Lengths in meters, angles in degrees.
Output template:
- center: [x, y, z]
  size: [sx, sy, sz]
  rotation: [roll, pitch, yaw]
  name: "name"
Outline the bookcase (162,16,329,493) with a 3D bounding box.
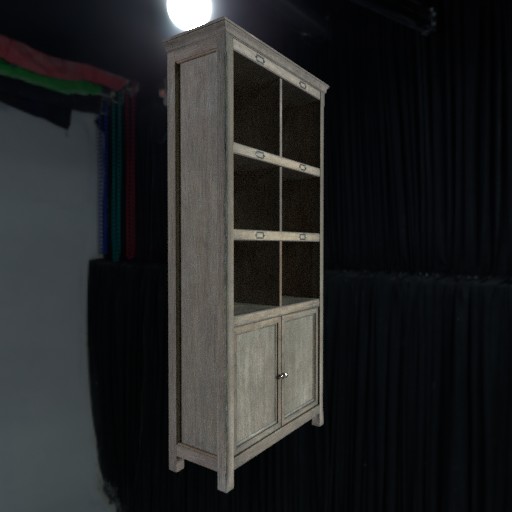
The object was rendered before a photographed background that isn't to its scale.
- center: [0.000, 0.000, 2.191]
  size: [0.348, 1.880, 0.906]
  rotation: [1, 1, 35]
  name: "bookcase"
